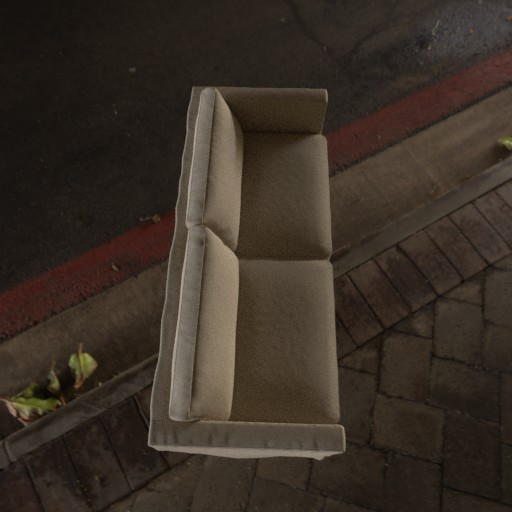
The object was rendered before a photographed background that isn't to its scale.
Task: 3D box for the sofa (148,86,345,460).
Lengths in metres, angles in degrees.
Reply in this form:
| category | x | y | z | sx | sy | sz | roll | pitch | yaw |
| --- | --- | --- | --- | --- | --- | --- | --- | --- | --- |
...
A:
| category | x | y | z | sx | sy | sz | roll | pitch | yaw |
| --- | --- | --- | --- | --- | --- | --- | --- | --- | --- |
| sofa | 0.000 | 0.000 | 2.775 | 0.956 | 0.847 | 2.296 | 2 | 64 | 1 |
